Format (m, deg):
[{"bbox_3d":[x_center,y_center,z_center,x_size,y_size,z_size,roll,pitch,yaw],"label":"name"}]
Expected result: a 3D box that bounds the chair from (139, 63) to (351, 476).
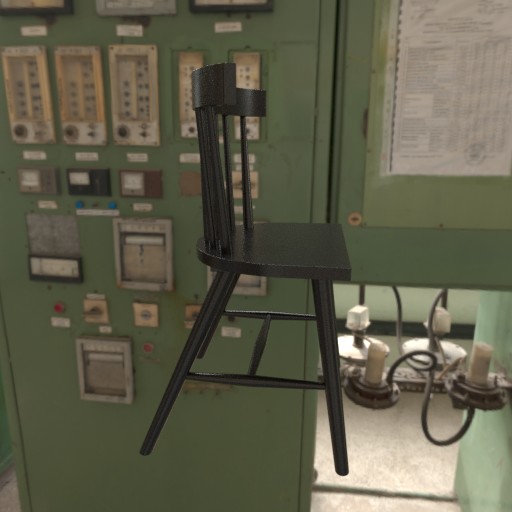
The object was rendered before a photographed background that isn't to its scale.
[{"bbox_3d":[0.000,0.000,1.131,0.483,0.844,0.506,2,15,8],"label":"chair"}]
